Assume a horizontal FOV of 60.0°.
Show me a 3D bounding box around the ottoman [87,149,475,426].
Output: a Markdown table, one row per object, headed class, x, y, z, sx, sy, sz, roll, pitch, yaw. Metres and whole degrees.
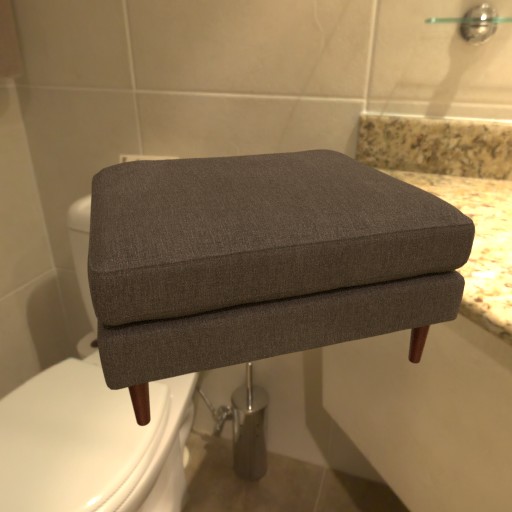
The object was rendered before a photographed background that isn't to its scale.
| class | x | y | z | sx | sy | sz | roll | pitch | yaw |
| --- | --- | --- | --- | --- | --- | --- | --- | --- | --- |
| ottoman | 0.000 | 0.000 | 1.219 | 0.821 | 0.474 | 0.693 | -8 | 27 | -16 |
